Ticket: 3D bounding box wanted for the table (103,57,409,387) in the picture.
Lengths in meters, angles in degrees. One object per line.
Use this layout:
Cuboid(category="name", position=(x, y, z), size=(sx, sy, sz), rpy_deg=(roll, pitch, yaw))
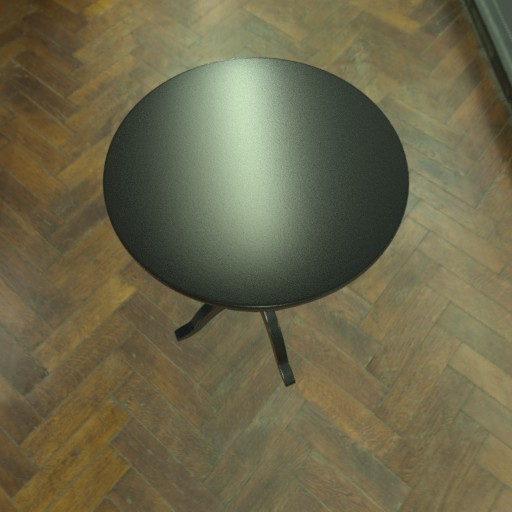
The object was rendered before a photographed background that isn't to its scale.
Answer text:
Cuboid(category="table", position=(0.000, 0.000, 0.993), size=(0.481, 0.665, 0.481), rpy_deg=(0, 64, 0))
